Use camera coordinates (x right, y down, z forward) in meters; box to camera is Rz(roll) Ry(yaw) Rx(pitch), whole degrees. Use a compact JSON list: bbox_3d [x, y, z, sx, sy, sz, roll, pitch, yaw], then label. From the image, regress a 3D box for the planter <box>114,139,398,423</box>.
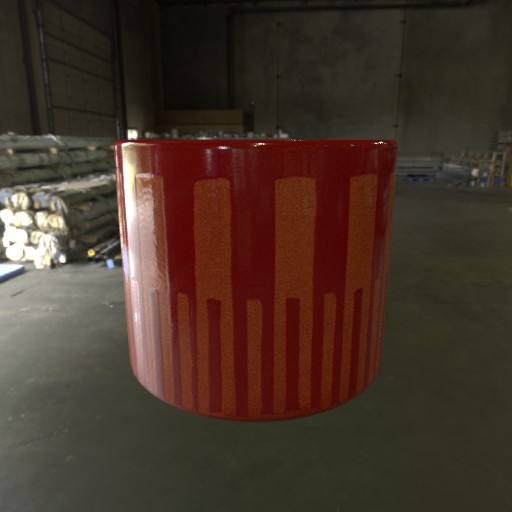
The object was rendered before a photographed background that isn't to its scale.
[{"bbox_3d":[0.000,0.000,0.398,0.230,0.202,0.230,0,15,0],"label":"planter"}]
